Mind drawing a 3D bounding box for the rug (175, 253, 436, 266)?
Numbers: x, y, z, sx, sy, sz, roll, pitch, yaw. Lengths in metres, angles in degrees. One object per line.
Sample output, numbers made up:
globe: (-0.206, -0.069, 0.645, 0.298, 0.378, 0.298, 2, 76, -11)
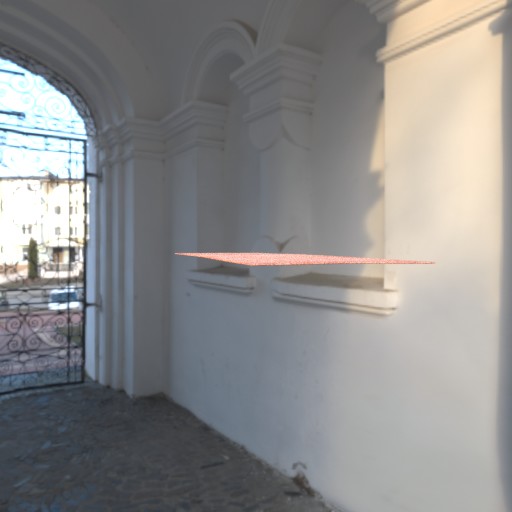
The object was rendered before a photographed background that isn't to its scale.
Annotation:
rug: (0.000, 0.000, 2.670, 0.718, 0.013, 2.353, 0, 1, -16)
